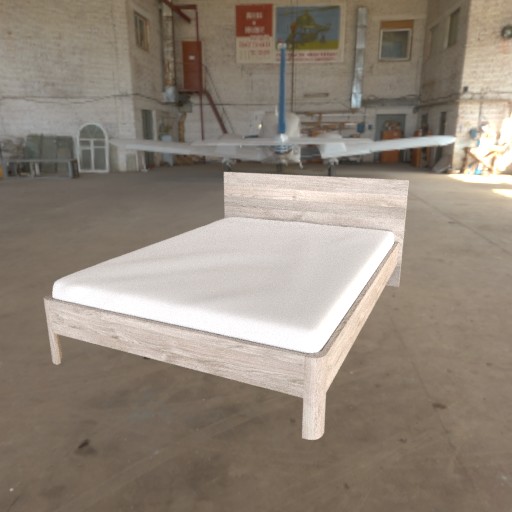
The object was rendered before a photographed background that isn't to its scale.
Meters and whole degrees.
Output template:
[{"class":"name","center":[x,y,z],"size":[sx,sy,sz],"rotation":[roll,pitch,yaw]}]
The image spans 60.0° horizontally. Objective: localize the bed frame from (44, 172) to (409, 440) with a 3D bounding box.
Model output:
[{"class":"bed frame","center":[0.000,0.000,2.717],"size":[1.490,0.800,1.950],"rotation":[7,18,24]}]
